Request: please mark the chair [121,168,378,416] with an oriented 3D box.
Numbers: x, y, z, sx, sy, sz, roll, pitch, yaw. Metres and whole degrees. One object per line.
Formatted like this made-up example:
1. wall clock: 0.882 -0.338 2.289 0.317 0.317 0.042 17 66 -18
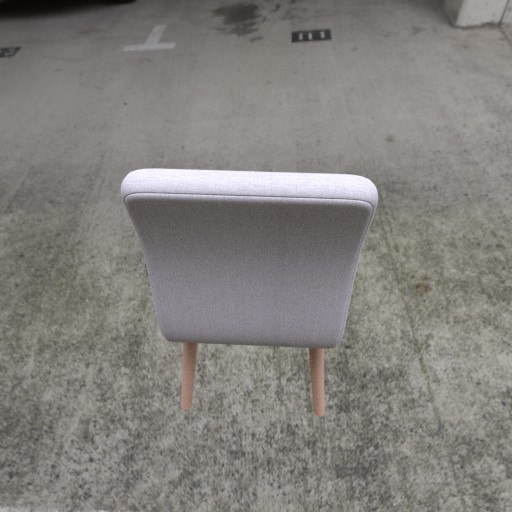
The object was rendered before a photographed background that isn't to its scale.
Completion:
1. chair: 0.000 0.000 1.165 0.435 0.885 0.550 2 47 2
